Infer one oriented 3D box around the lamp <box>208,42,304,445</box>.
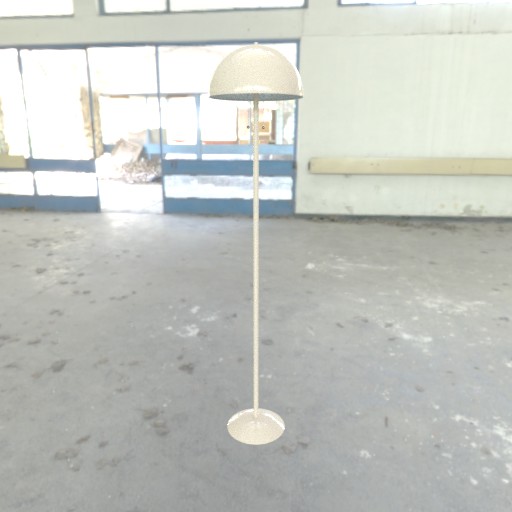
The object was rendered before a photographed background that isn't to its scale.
[{"bbox_3d":[0.000,0.000,1.677,0.328,1.480,0.328,2,15,8],"label":"lamp"}]
